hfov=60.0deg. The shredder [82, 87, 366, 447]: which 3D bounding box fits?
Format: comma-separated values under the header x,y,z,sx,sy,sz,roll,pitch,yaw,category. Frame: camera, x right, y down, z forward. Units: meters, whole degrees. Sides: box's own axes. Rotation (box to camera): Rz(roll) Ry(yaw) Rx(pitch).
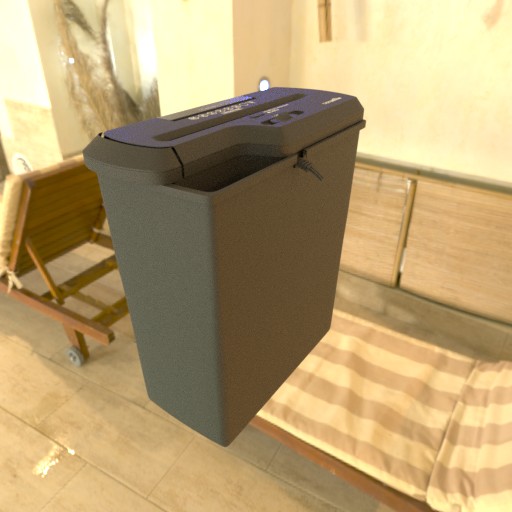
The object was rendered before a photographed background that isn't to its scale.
x,y,z,sx,sy,sz,roll,pitch,yaw,category
0.000,0.000,0.518,0.170,0.335,0.320,20,36,30,shredder
